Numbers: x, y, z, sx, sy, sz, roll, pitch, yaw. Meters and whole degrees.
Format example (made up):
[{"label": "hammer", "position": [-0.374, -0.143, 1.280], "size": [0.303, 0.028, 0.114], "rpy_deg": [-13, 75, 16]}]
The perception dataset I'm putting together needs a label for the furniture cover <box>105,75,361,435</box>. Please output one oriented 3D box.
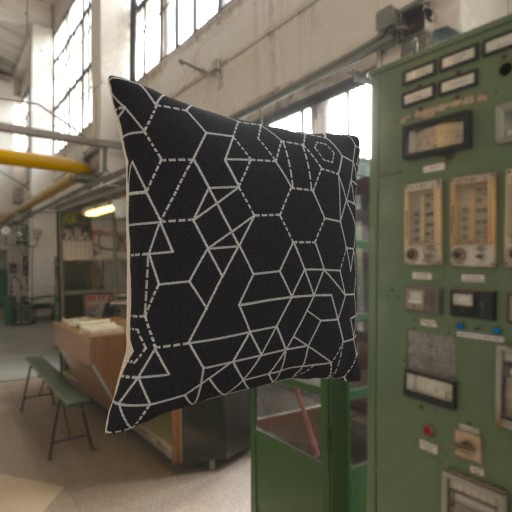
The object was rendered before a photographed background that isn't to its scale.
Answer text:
[{"label": "furniture cover", "position": [0.000, 0.000, 0.773], "size": [0.517, 0.508, 0.158], "rpy_deg": [1, -1, -35]}]
